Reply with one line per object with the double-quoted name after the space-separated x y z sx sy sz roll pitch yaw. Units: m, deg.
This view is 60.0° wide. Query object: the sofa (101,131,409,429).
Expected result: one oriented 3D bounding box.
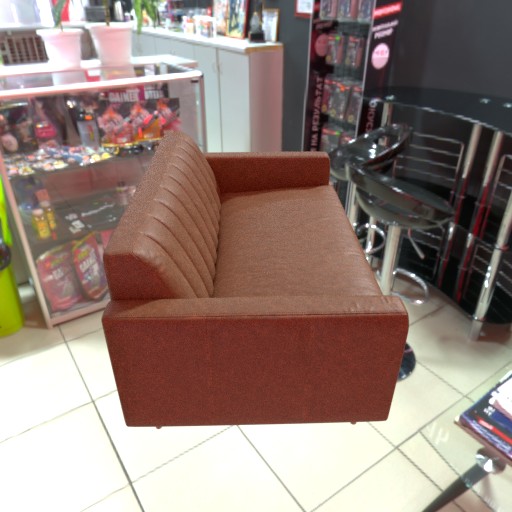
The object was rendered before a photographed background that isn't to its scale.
0.000 0.000 2.074 0.960 0.820 1.549 -1 31 -1 "sofa"
